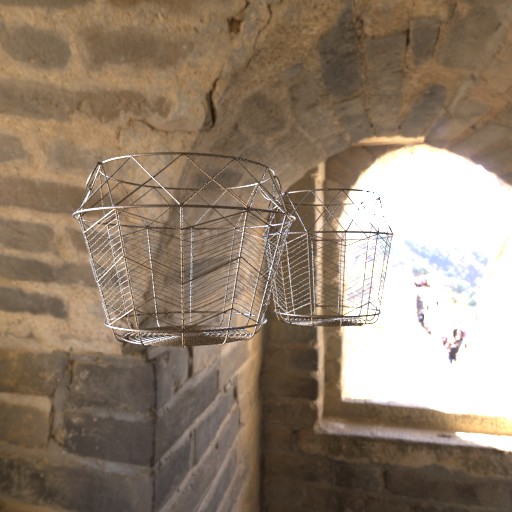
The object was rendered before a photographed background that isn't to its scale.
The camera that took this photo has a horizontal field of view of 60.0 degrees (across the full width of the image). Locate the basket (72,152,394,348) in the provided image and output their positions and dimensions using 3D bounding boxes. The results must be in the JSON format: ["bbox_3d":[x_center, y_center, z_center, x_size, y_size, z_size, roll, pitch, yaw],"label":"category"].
[{"bbox_3d":[0.000,0.000,1.038,0.805,0.343,0.451,1,-2,-36],"label":"basket"}]
